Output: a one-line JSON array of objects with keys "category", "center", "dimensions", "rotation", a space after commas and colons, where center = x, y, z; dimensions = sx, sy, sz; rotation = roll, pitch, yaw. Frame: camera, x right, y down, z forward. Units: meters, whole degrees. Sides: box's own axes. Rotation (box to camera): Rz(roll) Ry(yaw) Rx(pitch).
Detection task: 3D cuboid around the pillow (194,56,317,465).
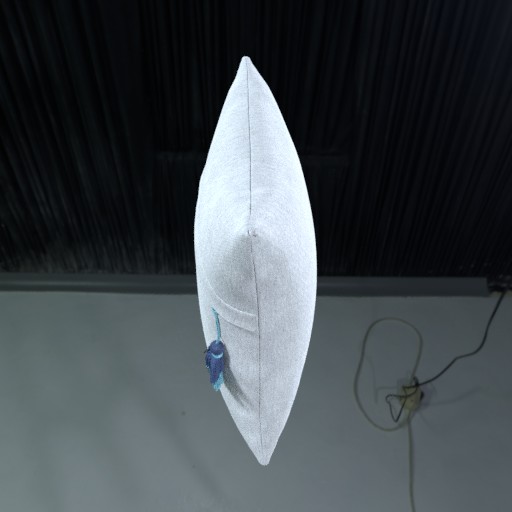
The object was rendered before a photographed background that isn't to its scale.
[{"category": "pillow", "center": [0.000, 0.000, 0.661], "dimensions": [0.173, 0.436, 0.433], "rotation": [-1, 42, -1]}]
